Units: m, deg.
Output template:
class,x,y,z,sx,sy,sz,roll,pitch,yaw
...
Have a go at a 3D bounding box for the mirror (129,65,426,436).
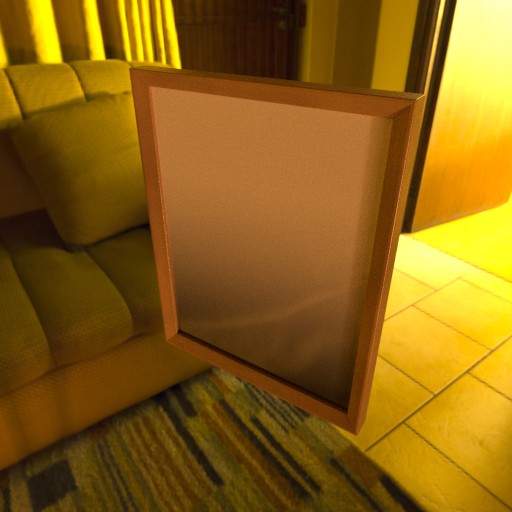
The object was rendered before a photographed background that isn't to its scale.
class,x,y,z,sx,sy,sz,roll,pitch,yaw
mirror,0.000,0.000,0.678,0.406,0.509,0.041,18,35,28
